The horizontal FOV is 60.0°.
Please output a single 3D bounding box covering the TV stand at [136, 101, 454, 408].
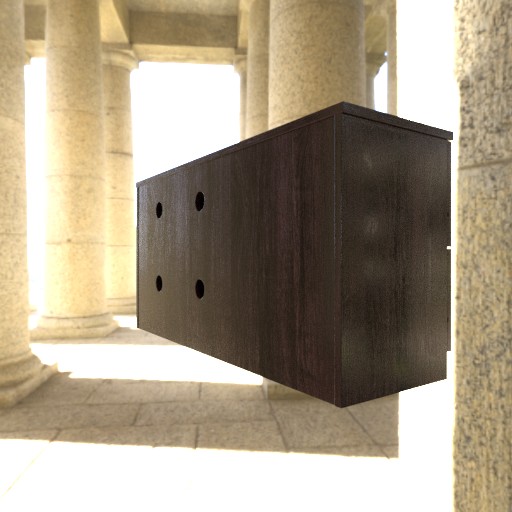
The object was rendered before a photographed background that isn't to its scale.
[{"bbox_3d":[0.000,0.000,1.480,0.404,0.614,1.192,0,0,-35],"label":"TV stand"}]
